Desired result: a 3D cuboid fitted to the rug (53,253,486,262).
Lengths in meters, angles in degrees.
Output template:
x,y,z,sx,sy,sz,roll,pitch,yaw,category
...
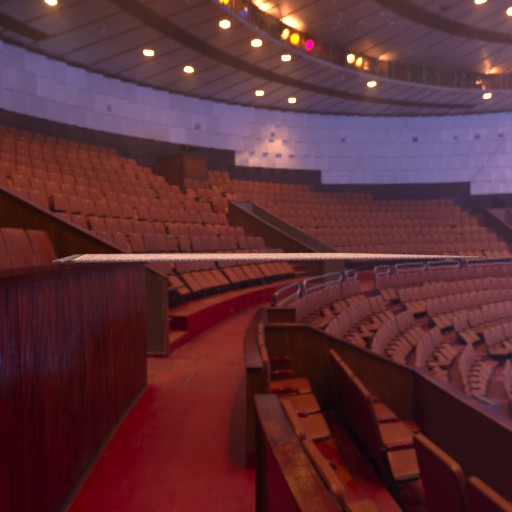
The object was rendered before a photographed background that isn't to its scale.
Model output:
x,y,z,sx,sy,sz,roll,pitch,yaw,category
0.000,0.000,2.288,1.802,0.008,1.247,0,1,-19,rug
